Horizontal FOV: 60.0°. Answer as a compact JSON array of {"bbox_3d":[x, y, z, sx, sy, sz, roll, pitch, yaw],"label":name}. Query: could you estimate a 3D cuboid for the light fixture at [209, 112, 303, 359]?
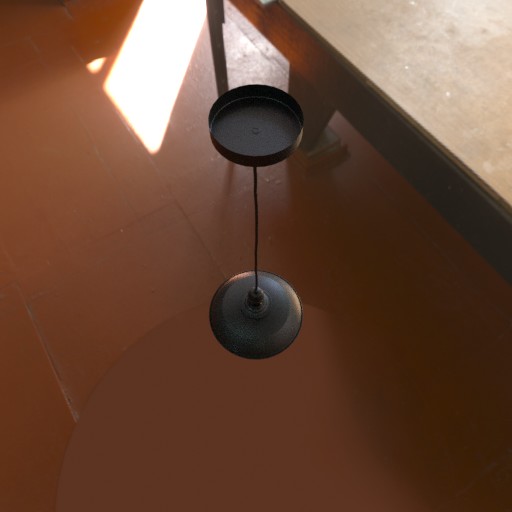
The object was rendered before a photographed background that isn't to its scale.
[{"bbox_3d":[0.000,0.000,1.167,0.331,0.993,0.331,1,63,1],"label":"light fixture"}]
